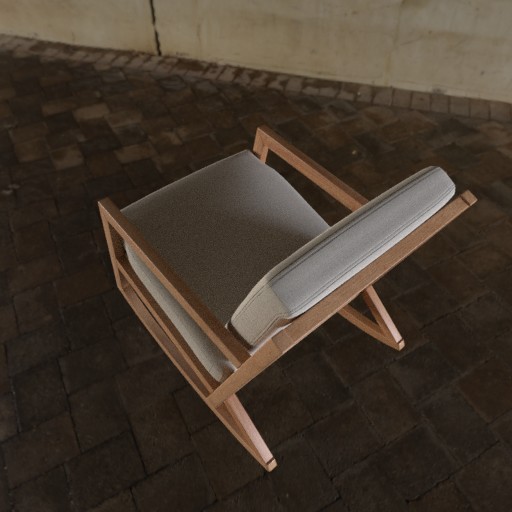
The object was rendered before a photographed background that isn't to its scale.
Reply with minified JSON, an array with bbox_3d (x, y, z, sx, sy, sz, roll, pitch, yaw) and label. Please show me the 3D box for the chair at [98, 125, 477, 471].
[{"bbox_3d":[0.000,0.000,1.349,0.622,0.790,0.857,-32,55,-26],"label":"chair"}]
